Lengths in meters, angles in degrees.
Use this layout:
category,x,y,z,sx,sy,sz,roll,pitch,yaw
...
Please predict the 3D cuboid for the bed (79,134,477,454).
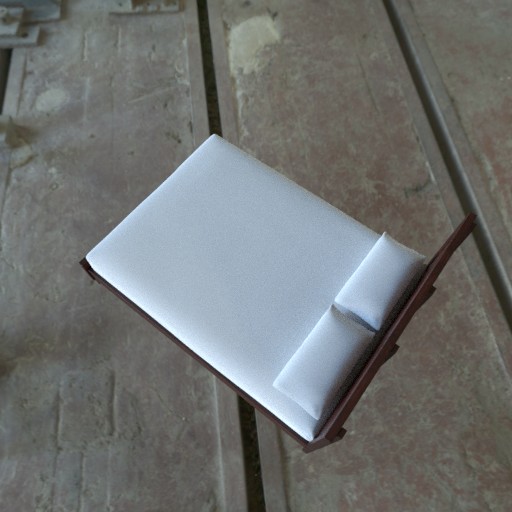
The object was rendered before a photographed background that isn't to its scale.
category,x,y,z,sx,sy,sz,roll,pitch,yaw
bed,0.000,0.000,4.081,2.803,1.492,2.040,35,69,16
